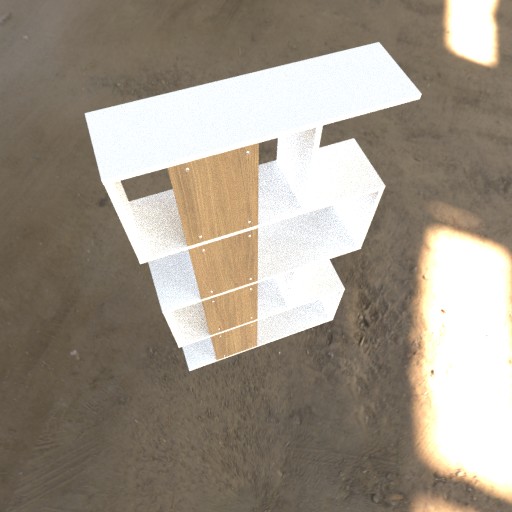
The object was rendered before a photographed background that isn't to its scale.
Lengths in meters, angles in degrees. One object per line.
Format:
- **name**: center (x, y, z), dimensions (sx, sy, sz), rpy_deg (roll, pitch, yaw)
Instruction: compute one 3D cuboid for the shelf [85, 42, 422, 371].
- **shelf**: center (0.000, 0.000, 1.923), dimensions (0.890, 1.650, 0.250), rpy_deg (-18, 61, -10)
